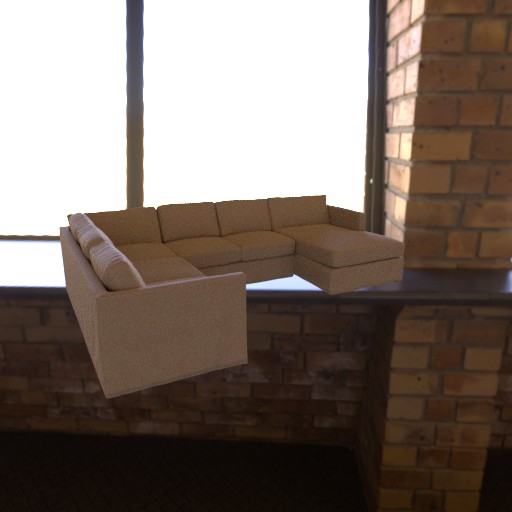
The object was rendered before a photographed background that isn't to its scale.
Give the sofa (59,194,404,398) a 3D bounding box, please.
[{"bbox_3d":[0.000,0.000,4.509,3.460,0.882,2.427,-8,17,-27],"label":"sofa"}]
